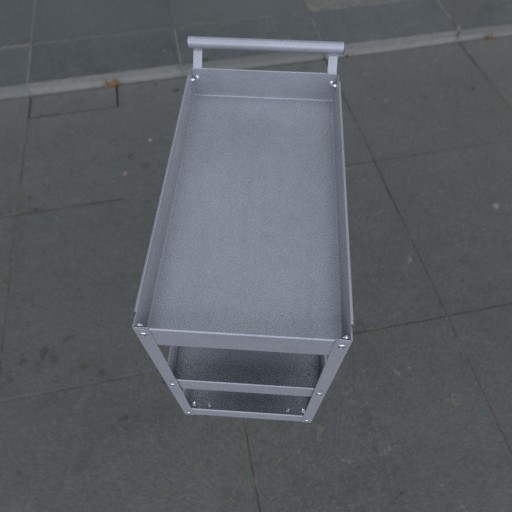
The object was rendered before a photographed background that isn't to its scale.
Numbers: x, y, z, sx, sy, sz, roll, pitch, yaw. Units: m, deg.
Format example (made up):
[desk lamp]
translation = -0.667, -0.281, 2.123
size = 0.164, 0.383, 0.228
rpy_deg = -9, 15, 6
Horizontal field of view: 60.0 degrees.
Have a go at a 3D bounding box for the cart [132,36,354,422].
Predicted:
[cart]
translation = 0.000, 0.000, 1.173
size = 0.366, 0.780, 0.719
rpy_deg = 3, 58, 2
